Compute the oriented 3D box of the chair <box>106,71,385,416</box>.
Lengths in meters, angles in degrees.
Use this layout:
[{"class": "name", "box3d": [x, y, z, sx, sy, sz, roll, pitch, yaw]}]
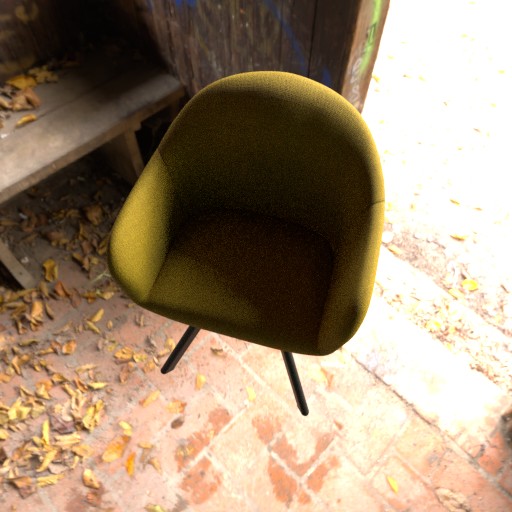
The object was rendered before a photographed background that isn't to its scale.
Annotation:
[{"class": "chair", "box3d": [0.000, 0.000, 1.212, 0.590, 0.795, 0.550, 14, 58, 9]}]
